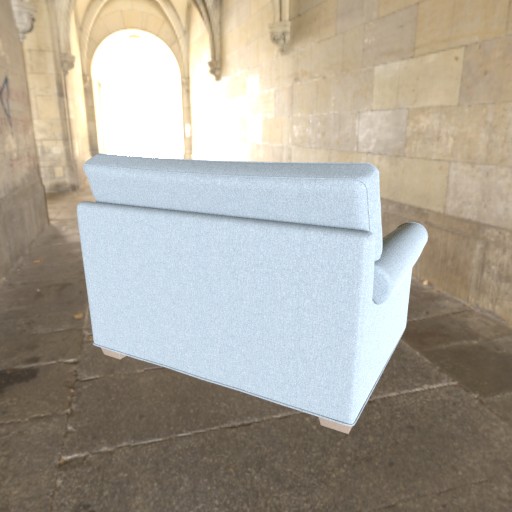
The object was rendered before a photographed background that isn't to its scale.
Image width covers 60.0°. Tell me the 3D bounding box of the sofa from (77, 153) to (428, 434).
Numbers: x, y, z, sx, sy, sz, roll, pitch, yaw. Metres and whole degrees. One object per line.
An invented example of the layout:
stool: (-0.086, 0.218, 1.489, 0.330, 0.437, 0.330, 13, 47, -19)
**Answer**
sofa: (0.000, 0.000, 2.099, 1.410, 0.953, 0.940, 9, 18, 28)
